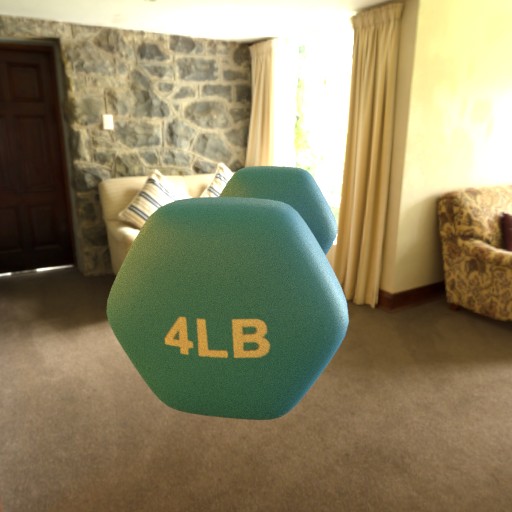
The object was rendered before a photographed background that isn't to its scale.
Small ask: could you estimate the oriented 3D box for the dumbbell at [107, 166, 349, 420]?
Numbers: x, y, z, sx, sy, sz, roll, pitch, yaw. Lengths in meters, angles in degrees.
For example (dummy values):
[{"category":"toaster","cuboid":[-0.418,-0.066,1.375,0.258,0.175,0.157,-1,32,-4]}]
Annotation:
[{"category":"dumbbell","cuboid":[0.000,0.000,0.191,0.074,0.066,0.152,3,16,9]}]
